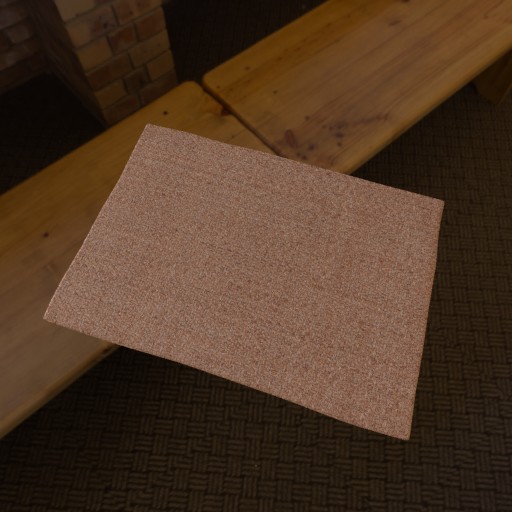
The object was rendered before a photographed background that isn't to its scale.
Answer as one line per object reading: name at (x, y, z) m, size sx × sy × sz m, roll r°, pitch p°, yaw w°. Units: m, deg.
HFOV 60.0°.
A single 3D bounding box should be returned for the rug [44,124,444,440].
rug at (0.000, 0.000, 2.744) m, size 2.141 × 0.013 × 1.566 m, roll 16°, pitch 66°, yaw 7°
